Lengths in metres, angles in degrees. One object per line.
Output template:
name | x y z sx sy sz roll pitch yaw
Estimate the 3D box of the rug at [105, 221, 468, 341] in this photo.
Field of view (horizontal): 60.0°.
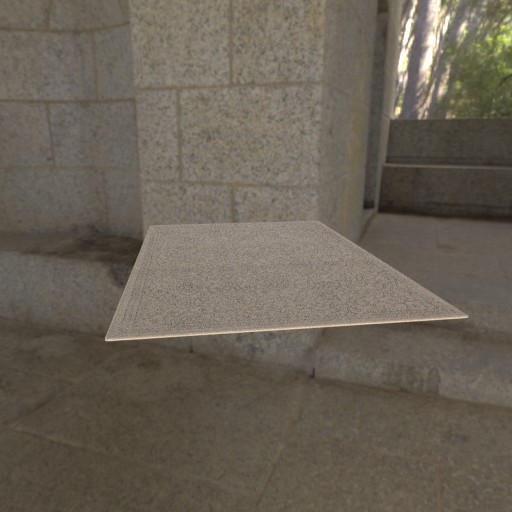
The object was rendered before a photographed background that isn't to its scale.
rug | 0.000 0.000 2.899 1.524 0.011 2.286 -2 15 -8
